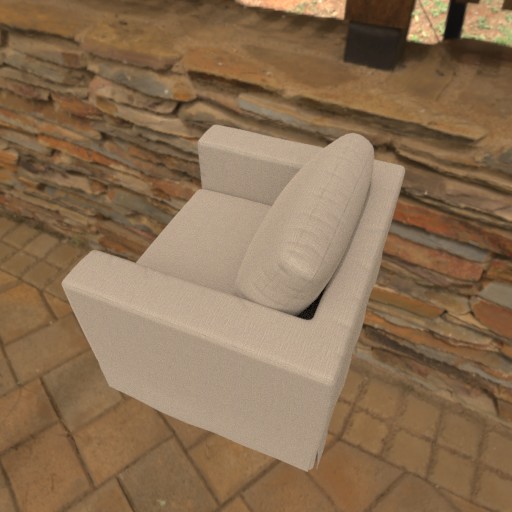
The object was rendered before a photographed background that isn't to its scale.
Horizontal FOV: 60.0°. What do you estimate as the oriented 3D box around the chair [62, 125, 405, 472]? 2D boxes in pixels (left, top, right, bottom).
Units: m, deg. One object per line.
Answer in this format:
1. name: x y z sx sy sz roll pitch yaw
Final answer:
1. chair: 0.000 0.000 1.816 0.957 0.878 1.150 17 48 16
